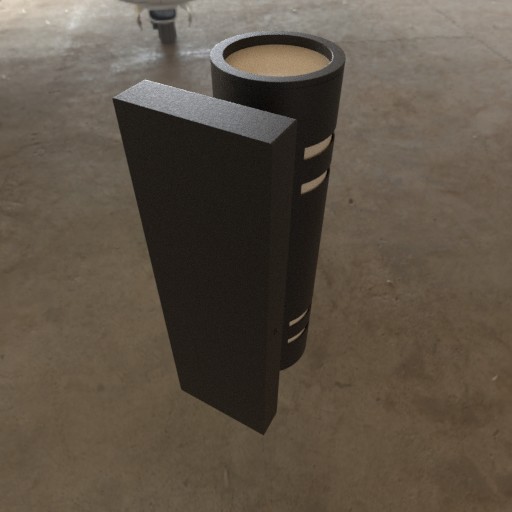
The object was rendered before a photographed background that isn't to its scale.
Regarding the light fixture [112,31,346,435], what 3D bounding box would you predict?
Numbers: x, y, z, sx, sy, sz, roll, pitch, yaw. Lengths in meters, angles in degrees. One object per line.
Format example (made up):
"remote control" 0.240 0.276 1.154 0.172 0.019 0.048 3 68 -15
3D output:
"light fixture" 0.000 0.000 0.395 0.105 0.330 0.149 22 49 20
